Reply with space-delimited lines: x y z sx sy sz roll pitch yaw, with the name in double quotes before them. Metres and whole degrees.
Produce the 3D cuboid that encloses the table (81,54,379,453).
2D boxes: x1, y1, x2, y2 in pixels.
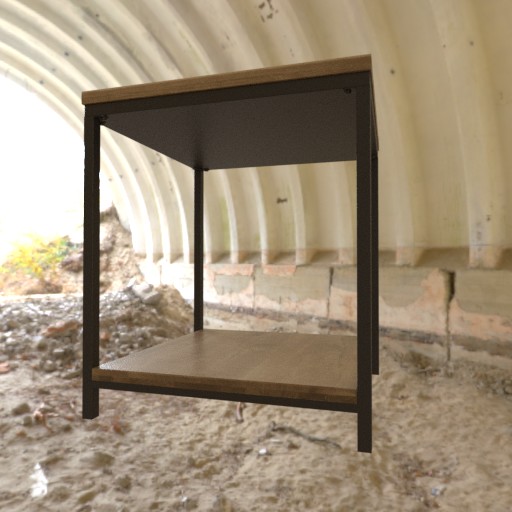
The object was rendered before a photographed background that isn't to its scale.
"table" 0.000 0.000 0.964 0.507 0.589 0.503 0 -1 17
